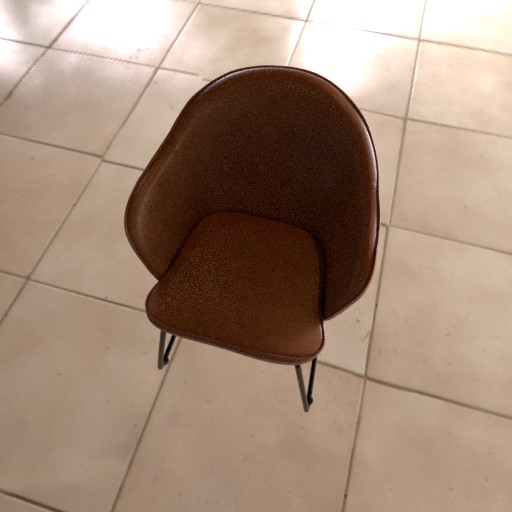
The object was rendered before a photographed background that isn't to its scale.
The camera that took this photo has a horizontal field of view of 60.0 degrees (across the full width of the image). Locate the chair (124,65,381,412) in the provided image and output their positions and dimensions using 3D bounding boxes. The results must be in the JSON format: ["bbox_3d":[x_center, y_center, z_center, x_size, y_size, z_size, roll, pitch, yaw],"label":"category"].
[{"bbox_3d":[0.000,0.000,1.219,0.582,0.785,0.580,13,60,8],"label":"chair"}]
